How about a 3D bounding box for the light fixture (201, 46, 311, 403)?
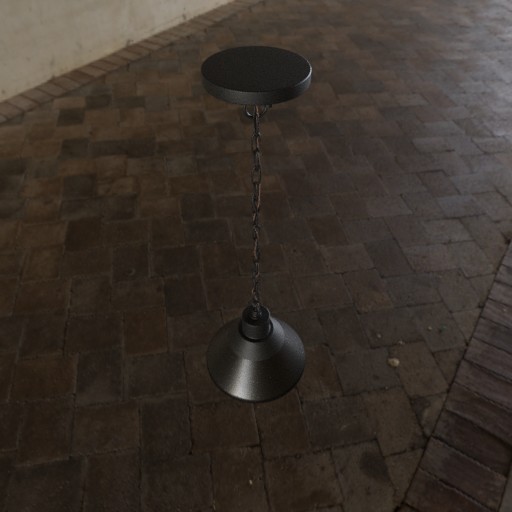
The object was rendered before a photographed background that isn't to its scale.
[{"bbox_3d":[0.000,0.000,0.691,0.201,0.588,0.201,-17,48,-16],"label":"light fixture"}]
